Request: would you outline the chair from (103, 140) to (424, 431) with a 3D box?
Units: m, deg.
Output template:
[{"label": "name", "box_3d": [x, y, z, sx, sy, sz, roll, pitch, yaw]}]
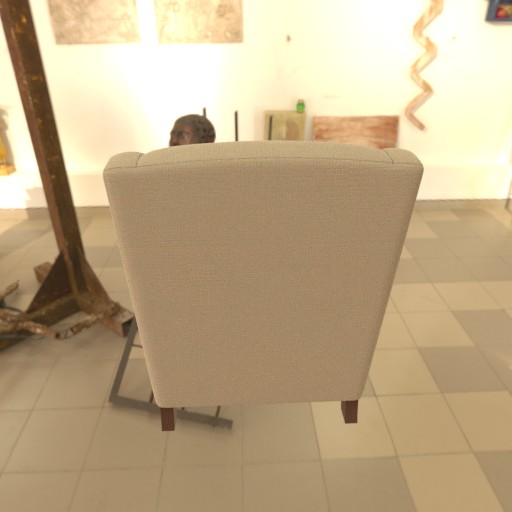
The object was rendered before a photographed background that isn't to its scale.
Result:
[{"label": "chair", "box_3d": [0.000, 0.000, 1.574, 0.715, 1.017, 0.896, -1, 30, -2]}]
